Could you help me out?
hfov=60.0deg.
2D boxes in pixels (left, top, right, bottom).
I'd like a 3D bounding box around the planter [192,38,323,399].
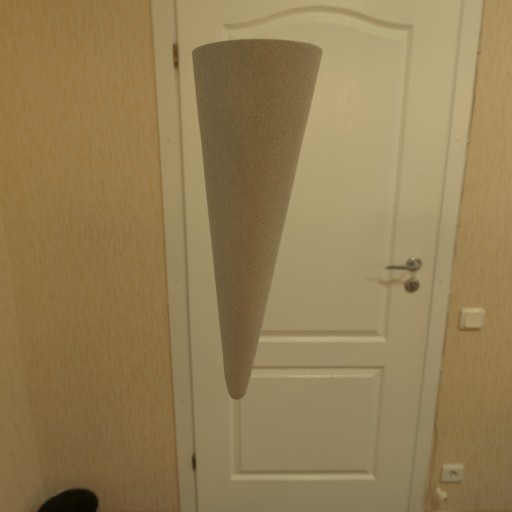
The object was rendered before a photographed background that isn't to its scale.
[{"bbox_3d":[0.000,0.000,0.226,0.057,0.191,0.064,-8,17,-28],"label":"planter"}]
